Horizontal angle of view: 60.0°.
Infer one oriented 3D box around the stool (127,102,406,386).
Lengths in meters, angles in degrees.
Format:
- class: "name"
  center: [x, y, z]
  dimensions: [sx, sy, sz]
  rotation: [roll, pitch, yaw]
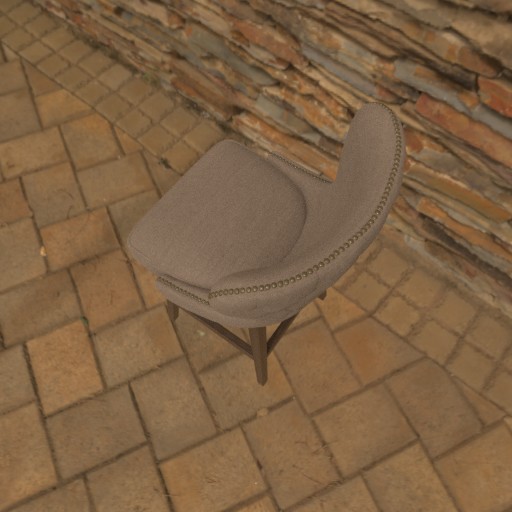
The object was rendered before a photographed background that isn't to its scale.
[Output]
- class: "stool"
  center: [0.000, 0.000, 1.345]
  dimensions: [0.597, 0.972, 0.615]
  rotation: [33, 67, 15]
